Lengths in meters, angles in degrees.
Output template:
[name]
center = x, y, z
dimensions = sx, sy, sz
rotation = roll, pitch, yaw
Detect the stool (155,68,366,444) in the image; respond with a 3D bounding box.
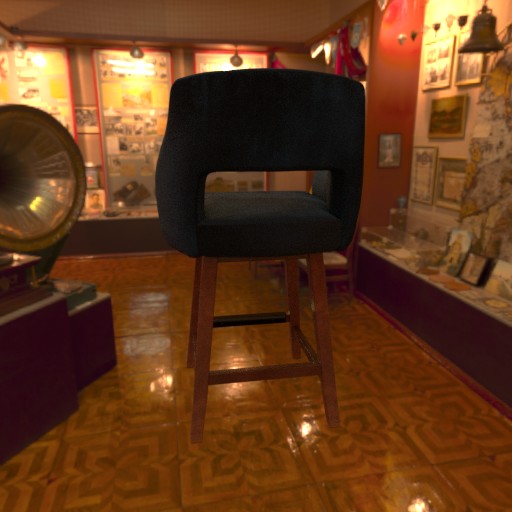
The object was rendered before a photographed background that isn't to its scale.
[stool]
center = 0.000, 0.000, 1.288
dimensions = 0.550, 0.940, 0.560
rotation = -3, 15, -10
